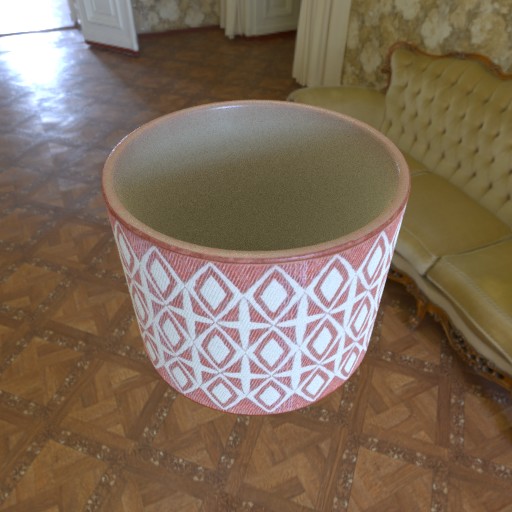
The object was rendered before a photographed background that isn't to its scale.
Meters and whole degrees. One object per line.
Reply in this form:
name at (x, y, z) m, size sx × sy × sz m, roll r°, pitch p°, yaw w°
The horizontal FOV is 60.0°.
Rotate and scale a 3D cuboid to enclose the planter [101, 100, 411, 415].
planter at (0.000, 0.000, 0.480) m, size 0.273 × 0.237 × 0.273 m, roll 0°, pitch 41°, yaw 0°
